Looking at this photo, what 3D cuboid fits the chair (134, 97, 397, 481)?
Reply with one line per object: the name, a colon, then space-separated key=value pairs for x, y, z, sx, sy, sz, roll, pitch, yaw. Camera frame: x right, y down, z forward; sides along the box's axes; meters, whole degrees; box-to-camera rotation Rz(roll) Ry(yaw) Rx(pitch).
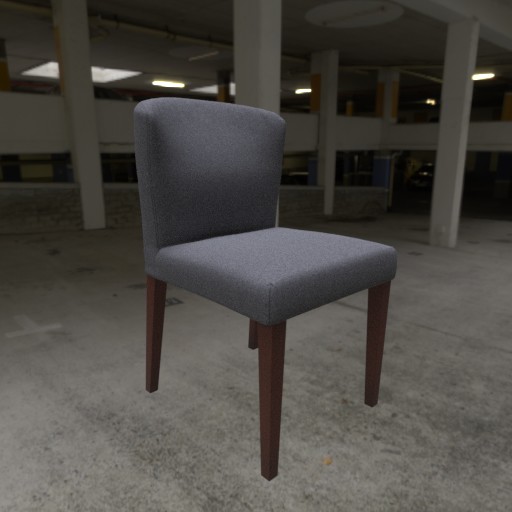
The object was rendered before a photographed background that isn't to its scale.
chair: x=0.000 y=0.000 z=1.195 sx=0.491 sy=0.839 sz=0.592 roll=-13 pitch=19 yaw=-42
